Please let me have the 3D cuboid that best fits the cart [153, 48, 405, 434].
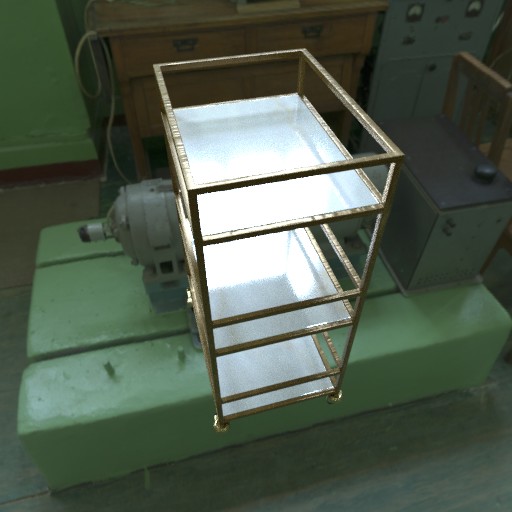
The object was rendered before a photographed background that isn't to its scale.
[{"bbox_3d":[0.000,0.000,1.012,0.332,0.761,0.483,-11,46,-11],"label":"cart"}]
